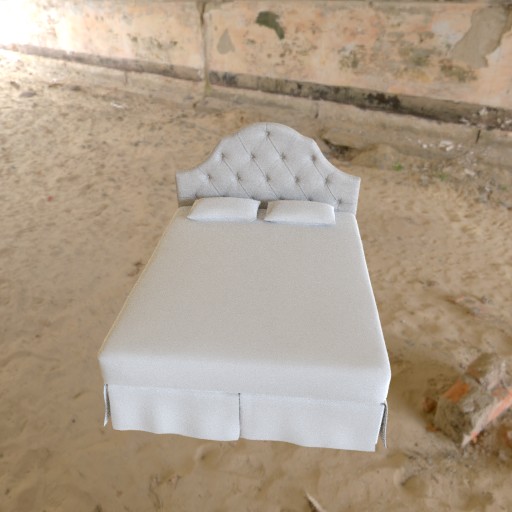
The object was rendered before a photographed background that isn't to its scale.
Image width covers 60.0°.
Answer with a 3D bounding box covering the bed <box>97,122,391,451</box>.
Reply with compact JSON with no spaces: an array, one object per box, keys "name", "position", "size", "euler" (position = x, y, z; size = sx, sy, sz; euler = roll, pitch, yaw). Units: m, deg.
[{"name":"bed","position":[0.000,0.000,3.767],"size":[2.039,1.617,2.477],"euler":[3,31,4]}]
